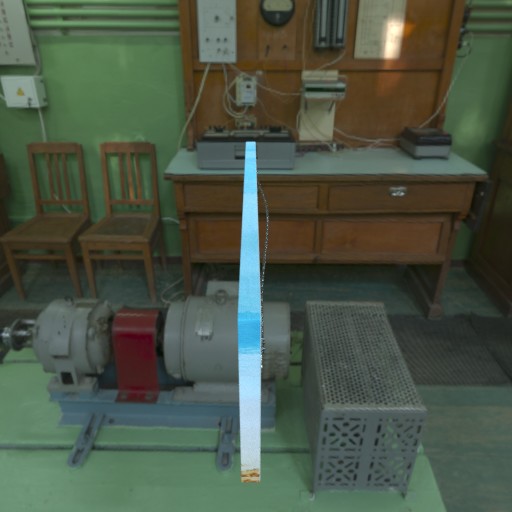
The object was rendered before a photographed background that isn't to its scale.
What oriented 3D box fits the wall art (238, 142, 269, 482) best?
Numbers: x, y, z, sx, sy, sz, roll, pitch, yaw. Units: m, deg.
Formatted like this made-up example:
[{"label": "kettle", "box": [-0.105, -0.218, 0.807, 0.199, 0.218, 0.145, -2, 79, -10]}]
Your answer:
[{"label": "wall art", "box": [0.000, 0.000, 0.841, 0.044, 0.254, 0.759, 0, 28, 0]}]
